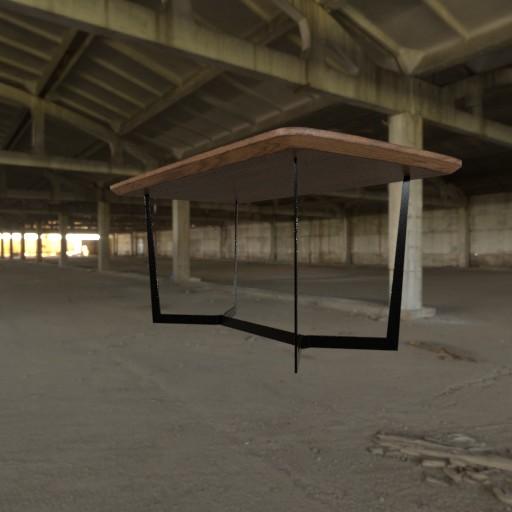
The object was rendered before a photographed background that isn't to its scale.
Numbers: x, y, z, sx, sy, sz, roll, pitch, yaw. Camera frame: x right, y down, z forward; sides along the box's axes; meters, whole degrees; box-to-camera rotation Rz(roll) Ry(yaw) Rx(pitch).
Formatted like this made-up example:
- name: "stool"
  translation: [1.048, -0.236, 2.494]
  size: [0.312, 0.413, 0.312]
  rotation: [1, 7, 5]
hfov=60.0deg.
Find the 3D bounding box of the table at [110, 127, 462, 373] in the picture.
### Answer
- name: "table"
  translation: [0.000, 0.000, 2.144]
  size: [0.949, 0.765, 1.643]
  rotation: [-1, 2, -36]
